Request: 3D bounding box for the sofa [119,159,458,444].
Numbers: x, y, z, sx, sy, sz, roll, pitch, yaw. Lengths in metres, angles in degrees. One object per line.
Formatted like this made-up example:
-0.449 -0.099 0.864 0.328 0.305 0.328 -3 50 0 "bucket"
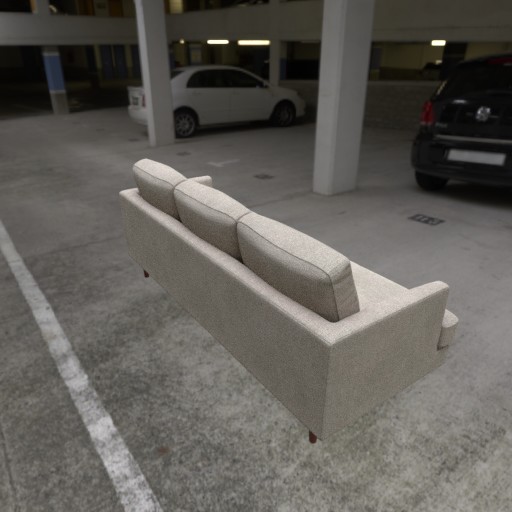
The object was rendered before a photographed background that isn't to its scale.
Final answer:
0.000 0.000 2.751 0.903 0.930 2.246 -17 31 -31 "sofa"
